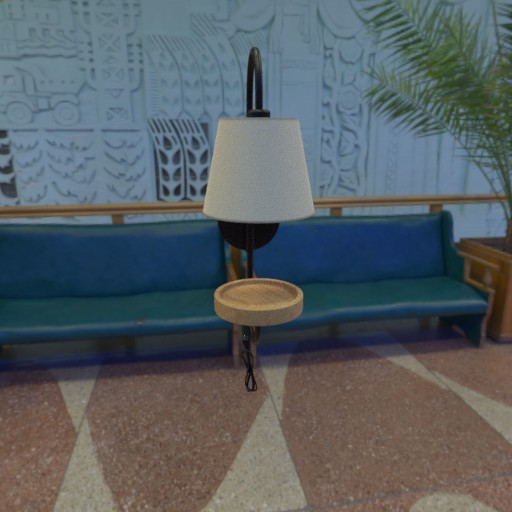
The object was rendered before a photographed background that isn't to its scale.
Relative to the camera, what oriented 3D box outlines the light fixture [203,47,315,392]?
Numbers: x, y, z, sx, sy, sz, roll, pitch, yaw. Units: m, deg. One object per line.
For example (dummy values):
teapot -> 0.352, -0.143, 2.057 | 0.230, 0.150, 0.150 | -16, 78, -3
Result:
light fixture -> 0.000, 0.000, 0.942 | 0.220, 0.821, 0.299 | -2, 16, -8
